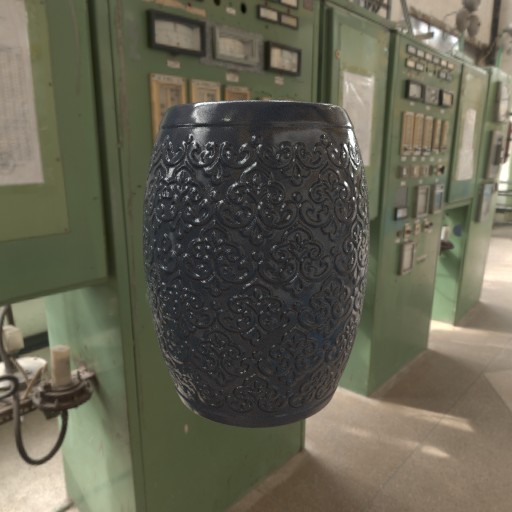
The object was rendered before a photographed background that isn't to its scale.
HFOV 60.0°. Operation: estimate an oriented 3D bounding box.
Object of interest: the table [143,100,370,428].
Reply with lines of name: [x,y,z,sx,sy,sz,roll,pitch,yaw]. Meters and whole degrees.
table: [0.000,0.000,0.627,0.309,0.397,0.309,0,14,0]
